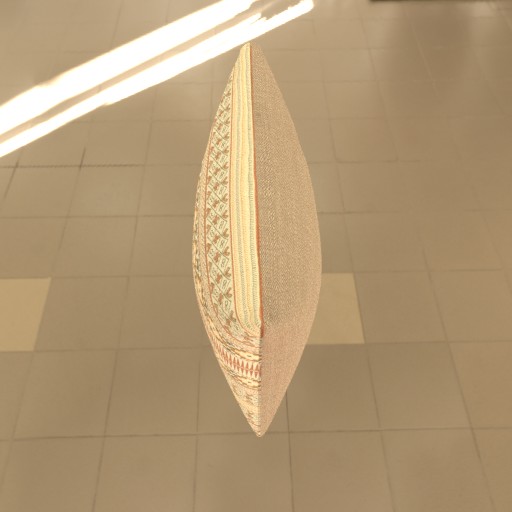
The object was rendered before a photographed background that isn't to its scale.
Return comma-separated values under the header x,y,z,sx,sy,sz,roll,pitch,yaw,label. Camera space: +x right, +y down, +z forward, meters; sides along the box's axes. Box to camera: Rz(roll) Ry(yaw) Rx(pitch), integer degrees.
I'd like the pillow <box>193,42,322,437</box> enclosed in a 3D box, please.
x,y,z,sx,sy,sz,roll,pitch,yaw,label
0.000,0.000,0.799,0.215,0.519,0.521,-2,57,-1,pillow
